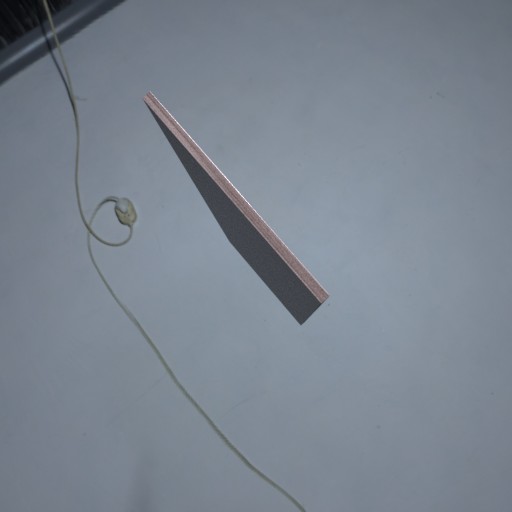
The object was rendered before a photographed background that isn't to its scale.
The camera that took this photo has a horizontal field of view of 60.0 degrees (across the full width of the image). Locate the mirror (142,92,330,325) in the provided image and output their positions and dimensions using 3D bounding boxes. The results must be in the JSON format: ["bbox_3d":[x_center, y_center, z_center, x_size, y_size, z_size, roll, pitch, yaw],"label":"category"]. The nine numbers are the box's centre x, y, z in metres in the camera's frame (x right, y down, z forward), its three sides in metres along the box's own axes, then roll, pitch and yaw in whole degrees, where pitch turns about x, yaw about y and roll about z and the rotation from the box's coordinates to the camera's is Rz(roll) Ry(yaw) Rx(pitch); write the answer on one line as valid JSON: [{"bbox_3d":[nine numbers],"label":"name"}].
[{"bbox_3d":[0.000,0.000,2.260,0.221,2.020,0.812,-39,79,-9],"label":"mirror"}]
